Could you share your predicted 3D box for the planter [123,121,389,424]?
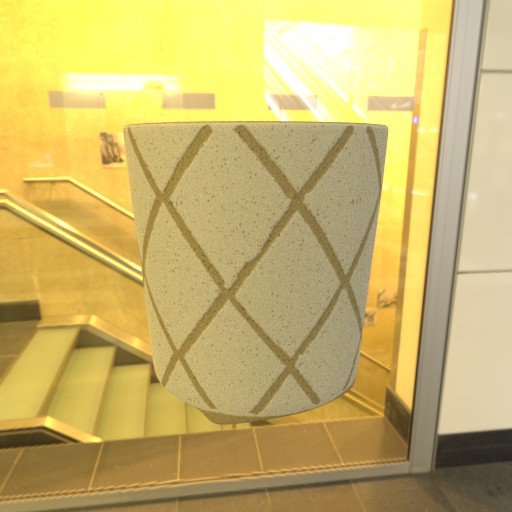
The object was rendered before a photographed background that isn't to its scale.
[{"bbox_3d":[0.000,0.000,0.355,0.191,0.199,0.191,0,14,0],"label":"planter"}]
